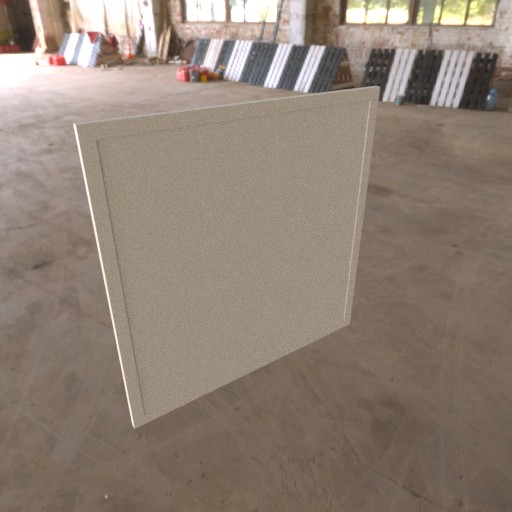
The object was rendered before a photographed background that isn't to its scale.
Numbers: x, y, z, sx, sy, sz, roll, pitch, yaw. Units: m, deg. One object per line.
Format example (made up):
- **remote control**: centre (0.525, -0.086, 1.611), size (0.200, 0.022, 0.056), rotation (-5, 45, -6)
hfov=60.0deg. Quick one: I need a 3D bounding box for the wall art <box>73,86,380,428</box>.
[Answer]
- **wall art**: centre (0.000, 0.000, 0.988), size (0.660, 0.660, 0.015), rotation (-18, 34, -30)
